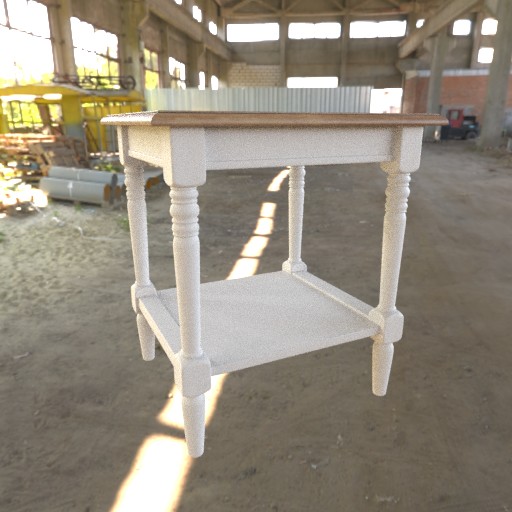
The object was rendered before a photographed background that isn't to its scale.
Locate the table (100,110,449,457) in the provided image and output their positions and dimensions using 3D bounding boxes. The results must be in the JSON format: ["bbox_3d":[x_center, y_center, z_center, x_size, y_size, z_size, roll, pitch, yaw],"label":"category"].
[{"bbox_3d":[0.000,0.000,0.922,0.508,0.561,0.457,-8,19,-25],"label":"table"}]
